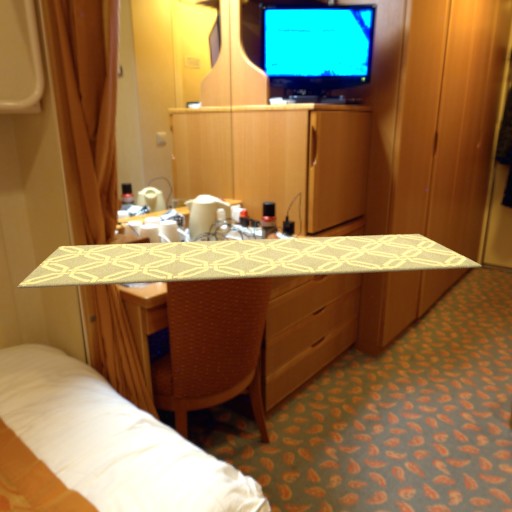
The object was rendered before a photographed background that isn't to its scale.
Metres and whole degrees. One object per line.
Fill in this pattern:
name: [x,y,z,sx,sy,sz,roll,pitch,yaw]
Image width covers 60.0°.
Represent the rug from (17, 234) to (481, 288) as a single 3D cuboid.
rug: [0.000,0.000,2.472,2.276,0.014,0.678,-2,17,-7]
